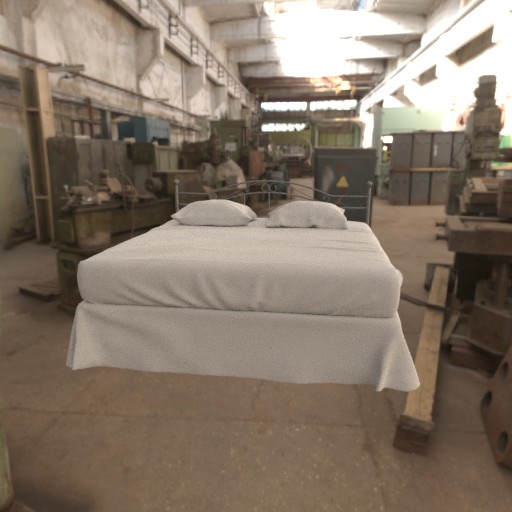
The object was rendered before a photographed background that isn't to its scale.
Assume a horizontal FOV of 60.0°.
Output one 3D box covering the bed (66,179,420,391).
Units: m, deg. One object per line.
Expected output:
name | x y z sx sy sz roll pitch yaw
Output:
bed | 0.000 0.000 3.593 2.309 1.080 2.220 2 13 8
